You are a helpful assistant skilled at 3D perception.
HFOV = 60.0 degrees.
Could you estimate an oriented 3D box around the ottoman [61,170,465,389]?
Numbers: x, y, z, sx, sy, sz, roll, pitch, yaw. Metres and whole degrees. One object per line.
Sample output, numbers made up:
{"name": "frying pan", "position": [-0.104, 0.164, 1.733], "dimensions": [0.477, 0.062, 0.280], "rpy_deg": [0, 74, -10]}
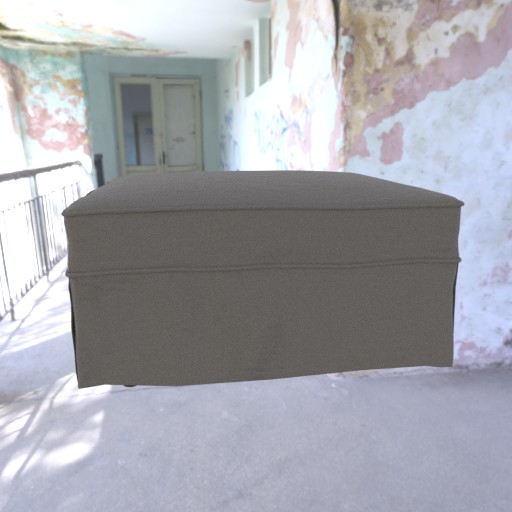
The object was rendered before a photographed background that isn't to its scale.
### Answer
{"name": "ottoman", "position": [0.000, 0.000, 1.305], "dimensions": [0.944, 0.479, 0.703], "rpy_deg": [-2, 15, -8]}
